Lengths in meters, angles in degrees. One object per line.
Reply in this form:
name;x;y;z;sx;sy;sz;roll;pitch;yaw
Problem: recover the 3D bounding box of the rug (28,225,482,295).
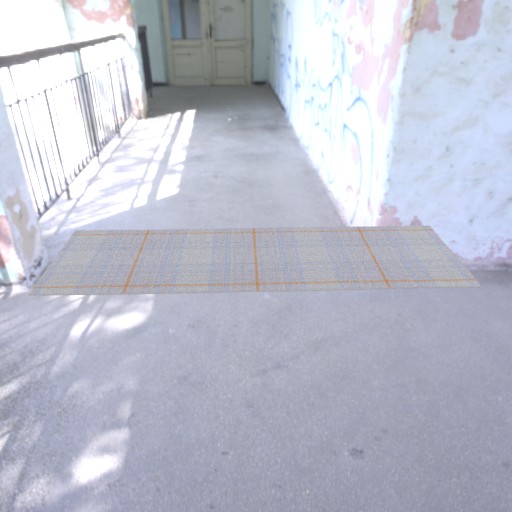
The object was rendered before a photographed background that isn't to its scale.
rug;0.000;0.000;2.713;2.442;0.016;0.770;-1;30;-2
